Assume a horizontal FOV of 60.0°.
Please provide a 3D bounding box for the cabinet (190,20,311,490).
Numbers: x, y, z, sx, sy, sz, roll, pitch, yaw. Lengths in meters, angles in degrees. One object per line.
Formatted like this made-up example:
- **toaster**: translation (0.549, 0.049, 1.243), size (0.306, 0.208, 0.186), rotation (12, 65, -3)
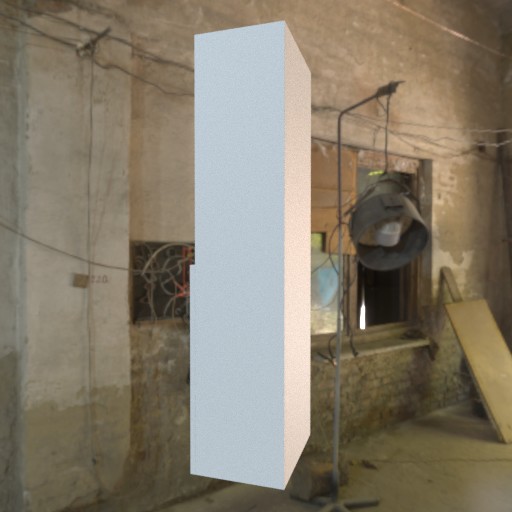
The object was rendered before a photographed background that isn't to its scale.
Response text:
- **cabinet**: translation (0.000, 0.000, 1.510), size (0.300, 1.350, 0.400), rotation (0, 1, 18)
